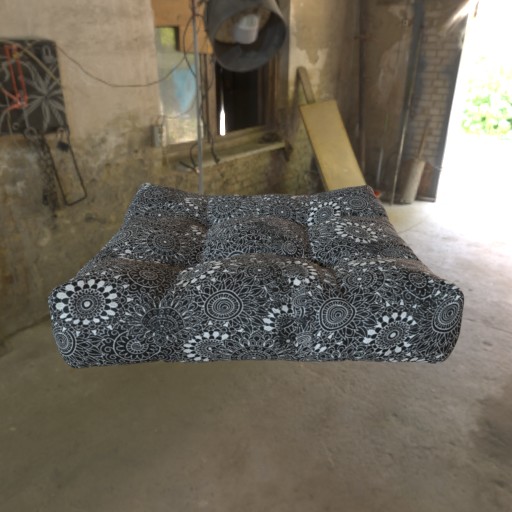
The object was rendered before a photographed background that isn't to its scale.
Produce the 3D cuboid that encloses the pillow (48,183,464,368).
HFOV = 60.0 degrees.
[{"bbox_3d":[0.000,0.000,0.721,0.490,0.128,0.468,0,25,0],"label":"pillow"}]
